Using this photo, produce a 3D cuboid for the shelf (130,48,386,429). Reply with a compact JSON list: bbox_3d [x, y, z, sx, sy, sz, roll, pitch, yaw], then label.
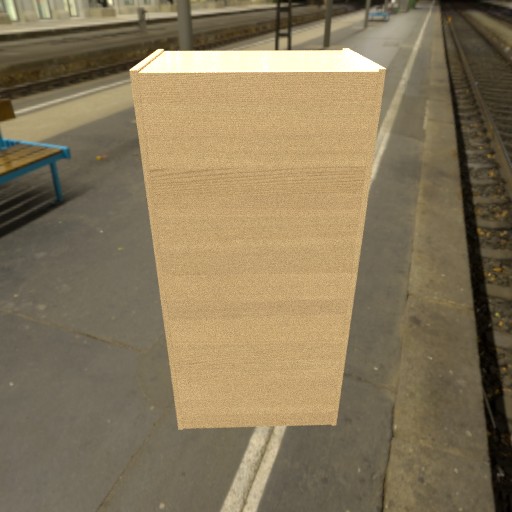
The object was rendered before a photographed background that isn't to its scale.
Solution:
[{"bbox_3d":[0.000,0.000,1.065,0.417,0.876,0.292,-1,31,-2],"label":"shelf"}]
